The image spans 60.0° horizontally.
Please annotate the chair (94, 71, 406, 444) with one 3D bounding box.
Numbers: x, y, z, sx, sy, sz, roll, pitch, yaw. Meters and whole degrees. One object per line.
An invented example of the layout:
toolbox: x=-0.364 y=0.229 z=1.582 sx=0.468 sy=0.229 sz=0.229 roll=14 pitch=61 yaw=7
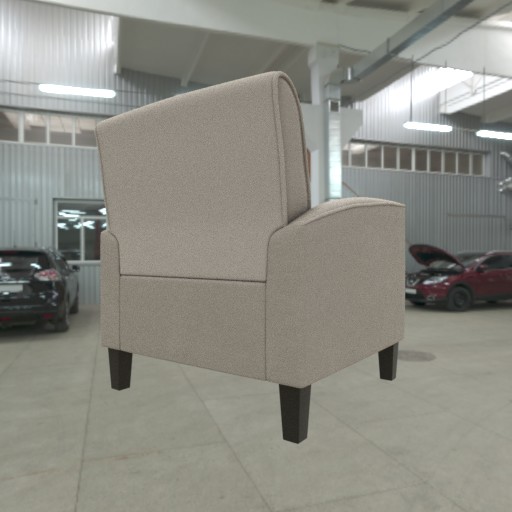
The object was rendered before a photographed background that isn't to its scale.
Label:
chair: x=0.000 y=0.000 z=1.572 sx=0.820 sy=0.915 sz=0.820 roll=0 pitch=1 yaw=36
